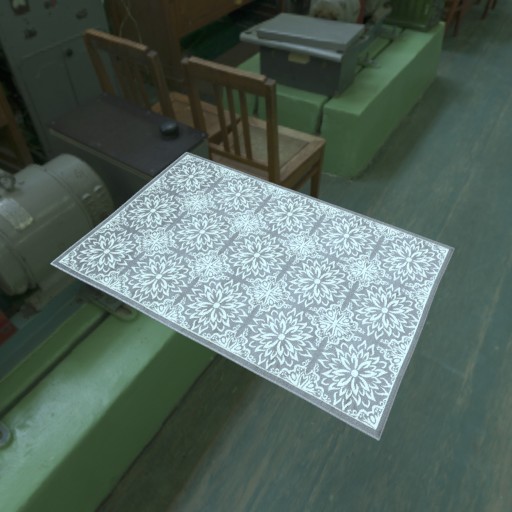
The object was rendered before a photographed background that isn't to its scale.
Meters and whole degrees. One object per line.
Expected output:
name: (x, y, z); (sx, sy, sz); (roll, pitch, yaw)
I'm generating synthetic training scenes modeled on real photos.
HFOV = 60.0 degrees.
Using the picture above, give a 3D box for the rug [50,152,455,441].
rug: (0.000, 0.000, 3.599); (2.746, 0.018, 1.819); (23, 51, 20)
